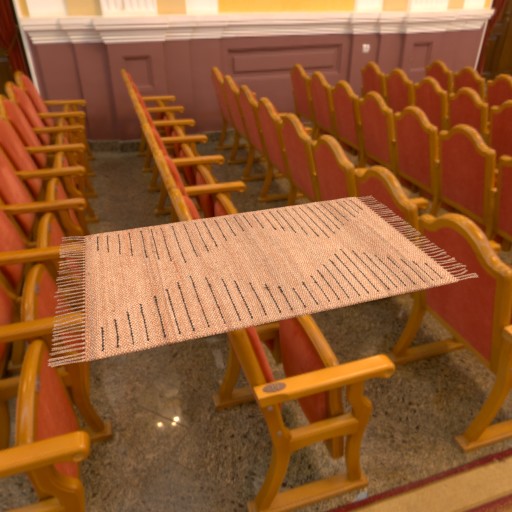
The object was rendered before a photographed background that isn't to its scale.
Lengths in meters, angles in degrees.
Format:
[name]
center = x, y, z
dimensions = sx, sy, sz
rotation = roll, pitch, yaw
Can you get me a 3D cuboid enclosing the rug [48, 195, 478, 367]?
[rug]
center = 0.000, 0.000, 2.020
dimensions = 1.718, 0.017, 0.905
rotation = -10, 33, -15
